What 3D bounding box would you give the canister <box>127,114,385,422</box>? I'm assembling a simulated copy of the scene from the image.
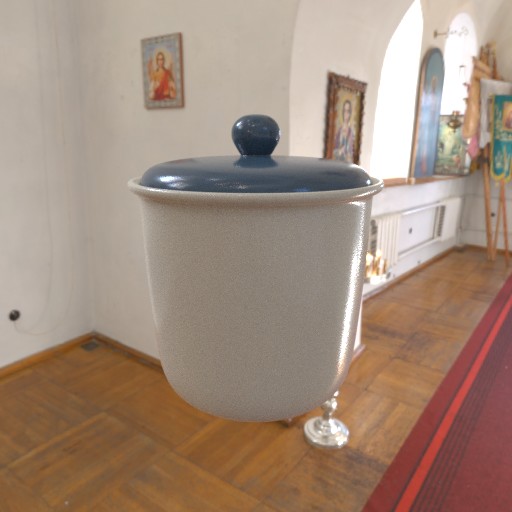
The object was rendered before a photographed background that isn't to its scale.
[{"bbox_3d":[0.000,0.000,0.341,0.182,0.208,0.182,0,15,0],"label":"canister"}]
